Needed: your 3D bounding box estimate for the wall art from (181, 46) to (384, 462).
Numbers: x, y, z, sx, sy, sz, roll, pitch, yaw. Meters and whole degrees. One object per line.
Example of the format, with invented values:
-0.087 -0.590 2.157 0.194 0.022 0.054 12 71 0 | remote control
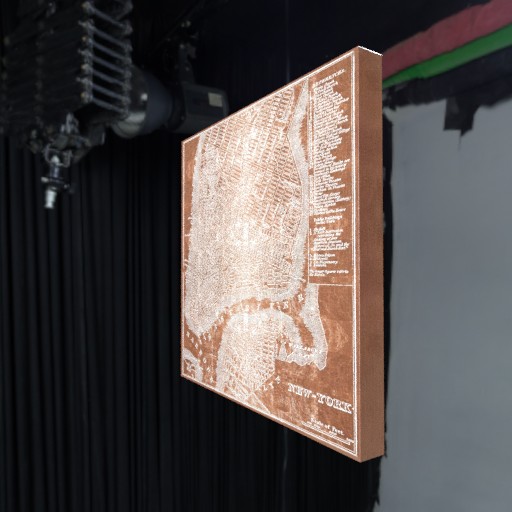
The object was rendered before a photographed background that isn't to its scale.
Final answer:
0.000 0.000 0.603 0.035 0.403 0.403 1 -2 -34 | wall art
